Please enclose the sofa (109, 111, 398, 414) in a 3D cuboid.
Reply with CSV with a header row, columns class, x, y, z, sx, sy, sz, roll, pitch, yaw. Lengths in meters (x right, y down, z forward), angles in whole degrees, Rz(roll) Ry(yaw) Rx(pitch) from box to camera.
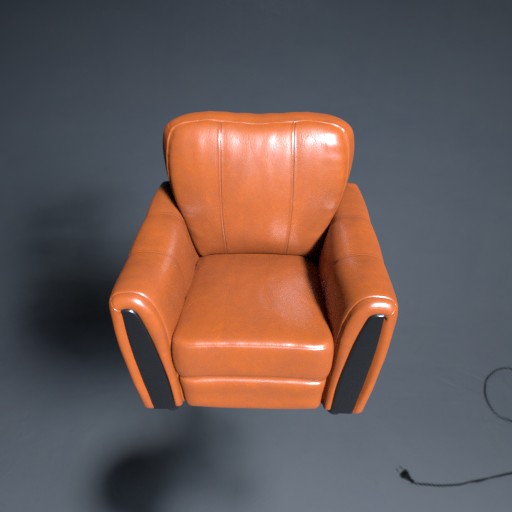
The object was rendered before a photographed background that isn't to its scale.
class,x,y,z,sx,sy,sz,roll,pitch,yaw
sofa,0.000,0.000,1.559,0.836,0.876,0.789,1,31,2
